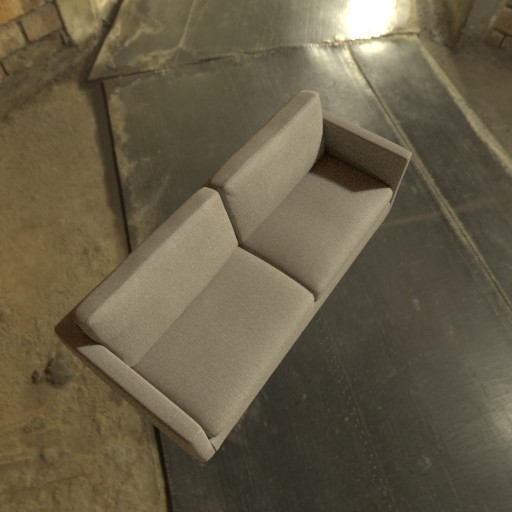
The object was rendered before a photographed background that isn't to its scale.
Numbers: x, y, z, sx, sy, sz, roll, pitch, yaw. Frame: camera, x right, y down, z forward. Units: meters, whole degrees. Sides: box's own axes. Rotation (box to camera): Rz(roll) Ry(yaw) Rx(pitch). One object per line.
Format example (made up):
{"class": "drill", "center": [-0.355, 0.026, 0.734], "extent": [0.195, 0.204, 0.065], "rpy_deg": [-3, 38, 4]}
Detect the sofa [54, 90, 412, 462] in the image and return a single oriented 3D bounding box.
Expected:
{"class": "sofa", "center": [0.000, 0.000, 2.758], "extent": [0.956, 0.963, 2.208], "rpy_deg": [32, 64, 18]}
